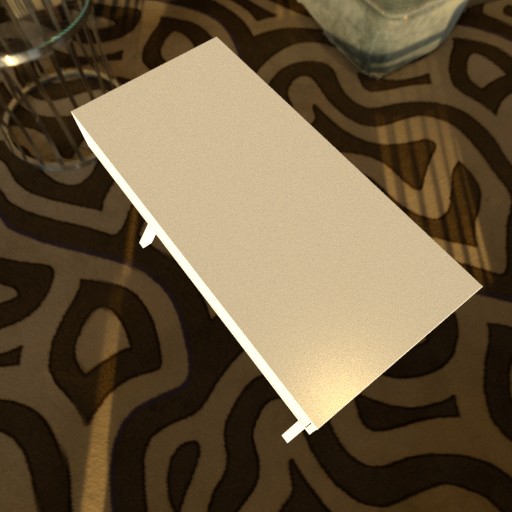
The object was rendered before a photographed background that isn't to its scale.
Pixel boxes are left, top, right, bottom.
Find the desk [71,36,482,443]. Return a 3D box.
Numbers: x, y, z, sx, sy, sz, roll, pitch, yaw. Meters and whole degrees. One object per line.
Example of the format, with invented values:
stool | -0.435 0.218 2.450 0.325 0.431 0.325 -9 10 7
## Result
desk | 0.000 0.000 1.487 0.509 0.780 1.059 -35 69 -15
